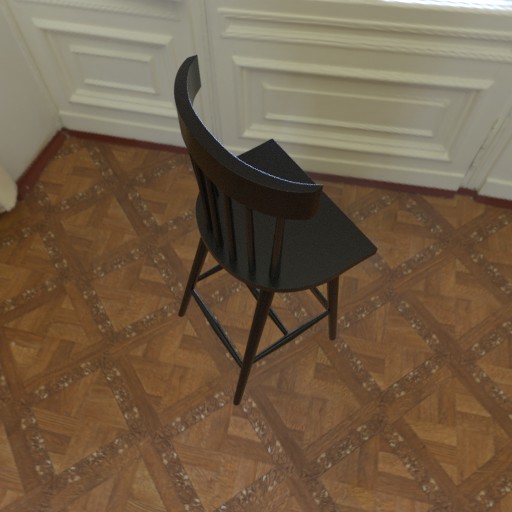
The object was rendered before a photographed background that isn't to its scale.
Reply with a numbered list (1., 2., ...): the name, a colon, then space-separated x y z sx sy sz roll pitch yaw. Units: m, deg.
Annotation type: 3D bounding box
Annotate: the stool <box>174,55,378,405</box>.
1. stool: 0.000 0.000 1.333 0.483 1.092 0.482 -30 63 -17
